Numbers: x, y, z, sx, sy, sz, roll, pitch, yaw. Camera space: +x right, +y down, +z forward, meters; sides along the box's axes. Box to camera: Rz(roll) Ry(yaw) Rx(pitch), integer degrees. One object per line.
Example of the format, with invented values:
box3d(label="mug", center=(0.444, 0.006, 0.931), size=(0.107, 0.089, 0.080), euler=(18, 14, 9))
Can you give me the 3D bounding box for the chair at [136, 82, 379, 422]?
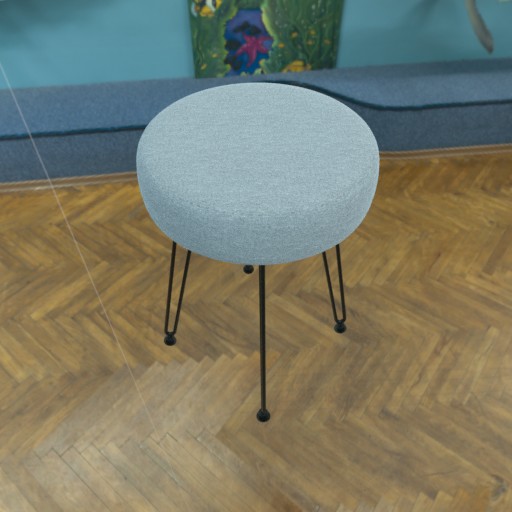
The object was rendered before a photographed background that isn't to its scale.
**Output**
box3d(label="chair", center=(0.000, 0.000, 0.691), size=(0.350, 0.440, 0.350), euler=(-4, 47, -3))
